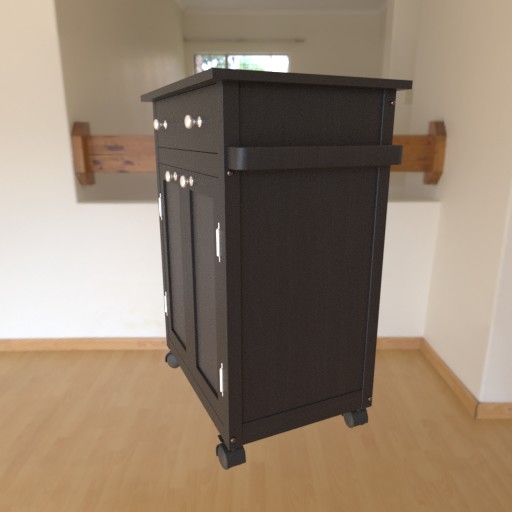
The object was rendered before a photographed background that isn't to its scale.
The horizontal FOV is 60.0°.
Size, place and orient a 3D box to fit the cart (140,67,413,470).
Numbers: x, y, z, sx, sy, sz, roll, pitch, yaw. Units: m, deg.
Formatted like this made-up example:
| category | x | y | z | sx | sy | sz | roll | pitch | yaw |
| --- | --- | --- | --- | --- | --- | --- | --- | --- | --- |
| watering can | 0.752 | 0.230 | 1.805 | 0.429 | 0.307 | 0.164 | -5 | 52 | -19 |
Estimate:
| category | x | y | z | sx | sy | sz | roll | pitch | yaw |
| --- | --- | --- | --- | --- | --- | --- | --- | --- | --- |
| cart | 0.000 | 0.000 | 1.240 | 0.456 | 0.879 | 0.660 | -7 | 17 | -24 |
